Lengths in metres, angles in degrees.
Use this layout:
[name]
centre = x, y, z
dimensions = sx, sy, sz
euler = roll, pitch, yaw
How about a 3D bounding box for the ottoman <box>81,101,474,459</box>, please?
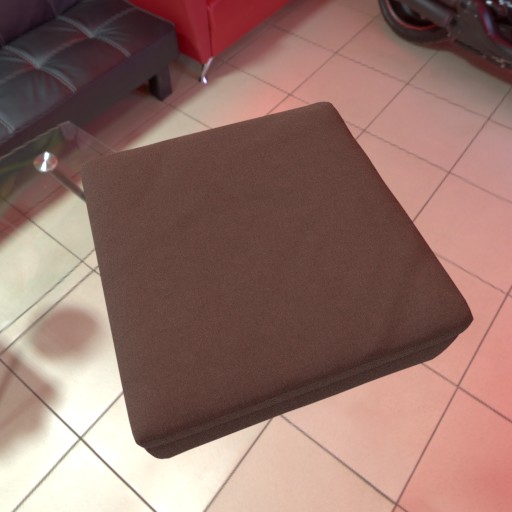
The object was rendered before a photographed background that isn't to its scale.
[ottoman]
centre = 0.000, 0.000, 1.796
dimensions = 1.181, 0.470, 1.181
euler = -17, 59, -10
